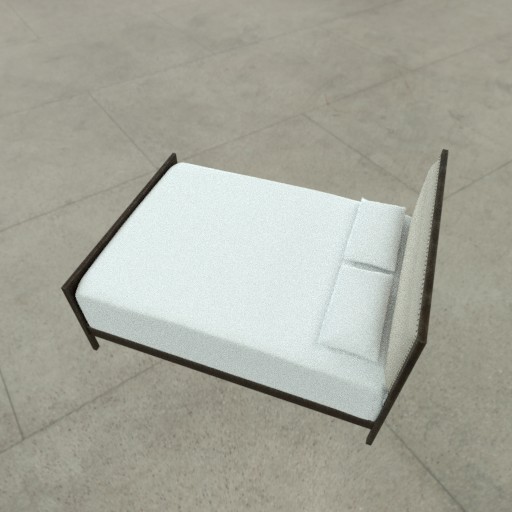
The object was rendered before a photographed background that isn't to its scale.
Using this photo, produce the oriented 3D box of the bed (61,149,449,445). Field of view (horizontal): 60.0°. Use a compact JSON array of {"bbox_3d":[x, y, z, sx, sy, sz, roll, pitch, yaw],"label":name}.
[{"bbox_3d":[0.000,0.000,3.256,2.221,1.313,1.607,15,50,13],"label":"bed"}]
